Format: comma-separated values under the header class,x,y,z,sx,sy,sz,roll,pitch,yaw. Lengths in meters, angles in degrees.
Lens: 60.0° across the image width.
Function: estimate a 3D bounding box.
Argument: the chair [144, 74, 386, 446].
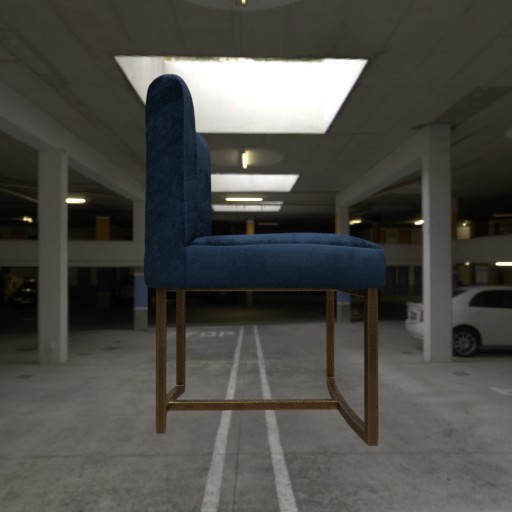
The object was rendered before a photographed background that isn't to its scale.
class,x,y,z,sx,sy,sz,roll,pitch,yaw
chair,0.000,0.000,1.200,0.560,0.824,0.530,0,-1,-1
